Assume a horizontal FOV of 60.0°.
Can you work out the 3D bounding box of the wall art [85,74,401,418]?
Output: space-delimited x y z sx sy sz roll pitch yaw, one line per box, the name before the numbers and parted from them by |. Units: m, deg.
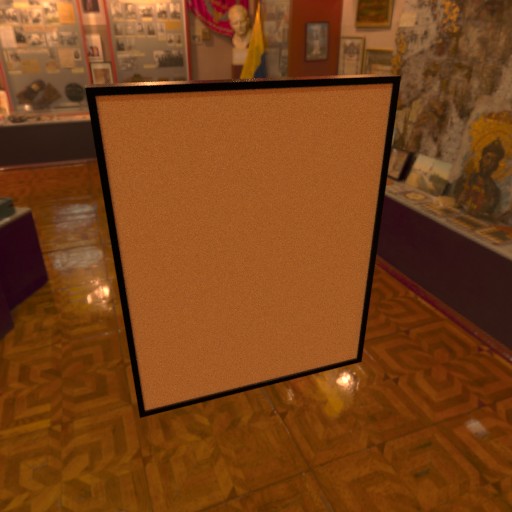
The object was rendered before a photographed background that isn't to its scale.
wall art | 0.000 0.000 0.744 0.451 0.553 0.039 -9 29 -17
